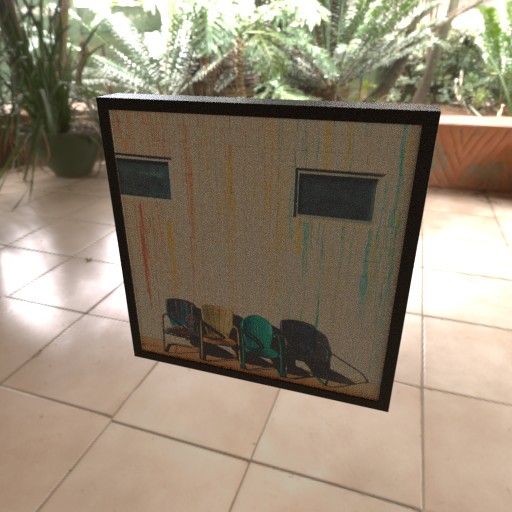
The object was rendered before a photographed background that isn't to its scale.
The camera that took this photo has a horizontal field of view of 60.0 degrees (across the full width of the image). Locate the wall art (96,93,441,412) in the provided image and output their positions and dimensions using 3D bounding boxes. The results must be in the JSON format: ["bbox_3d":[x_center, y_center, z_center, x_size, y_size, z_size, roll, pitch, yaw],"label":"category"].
[{"bbox_3d":[0.000,0.000,0.456,0.304,0.304,0.038,8,27,16],"label":"wall art"}]
